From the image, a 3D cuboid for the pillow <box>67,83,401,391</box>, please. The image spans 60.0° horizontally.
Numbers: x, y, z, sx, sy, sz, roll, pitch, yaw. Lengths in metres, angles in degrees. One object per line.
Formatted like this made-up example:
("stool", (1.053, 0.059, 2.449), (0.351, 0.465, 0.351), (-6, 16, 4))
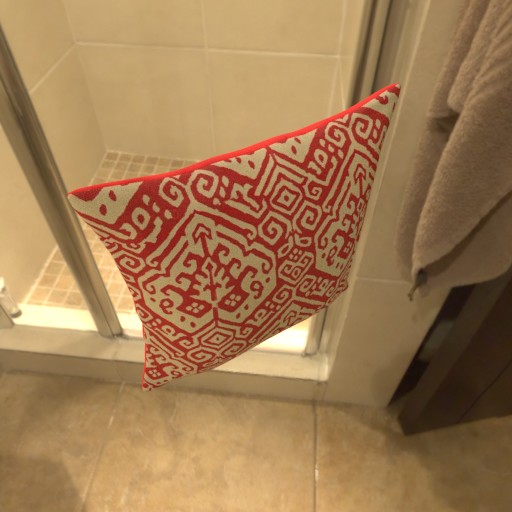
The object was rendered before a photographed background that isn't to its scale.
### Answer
("pillow", (0.000, 0.000, 0.787), (0.522, 0.507, 0.192), (-24, 52, -20))
